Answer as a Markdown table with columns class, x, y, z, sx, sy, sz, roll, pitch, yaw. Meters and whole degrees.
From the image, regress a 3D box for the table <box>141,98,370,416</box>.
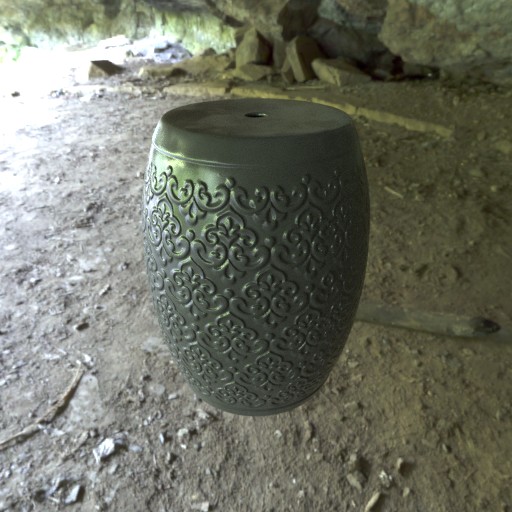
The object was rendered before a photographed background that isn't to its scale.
| class | x | y | z | sx | sy | sz | roll | pitch | yaw |
| --- | --- | --- | --- | --- | --- | --- | --- | --- | --- |
| table | 0.000 | 0.000 | 0.635 | 0.309 | 0.397 | 0.309 | 0 | 29 | 0 |
